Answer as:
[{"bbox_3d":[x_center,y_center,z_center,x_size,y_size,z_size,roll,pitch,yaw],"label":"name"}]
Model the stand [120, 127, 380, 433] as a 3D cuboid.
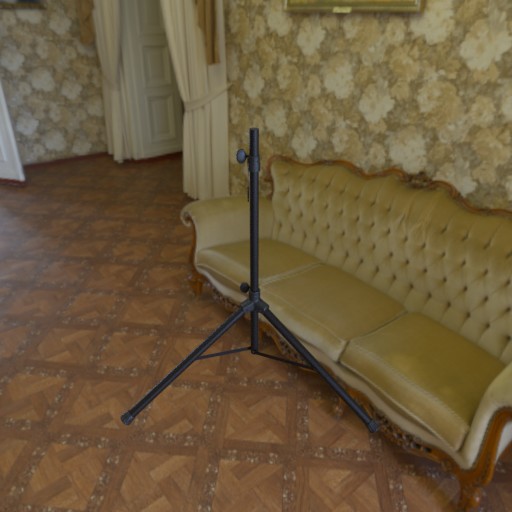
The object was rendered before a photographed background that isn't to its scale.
[{"bbox_3d":[0.000,0.000,1.898,1.045,1.136,0.907,2,28,4],"label":"stand"}]
